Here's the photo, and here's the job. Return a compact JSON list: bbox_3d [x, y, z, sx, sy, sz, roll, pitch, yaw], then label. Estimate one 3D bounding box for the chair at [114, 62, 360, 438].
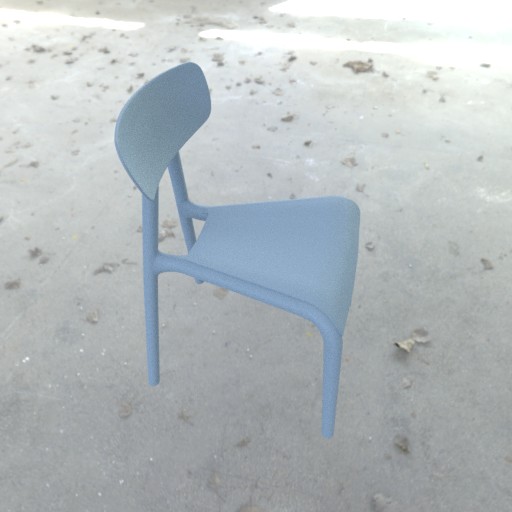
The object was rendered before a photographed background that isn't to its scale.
[{"bbox_3d":[0.000,0.000,0.815,0.401,0.580,0.356,10,47,10],"label":"chair"}]
